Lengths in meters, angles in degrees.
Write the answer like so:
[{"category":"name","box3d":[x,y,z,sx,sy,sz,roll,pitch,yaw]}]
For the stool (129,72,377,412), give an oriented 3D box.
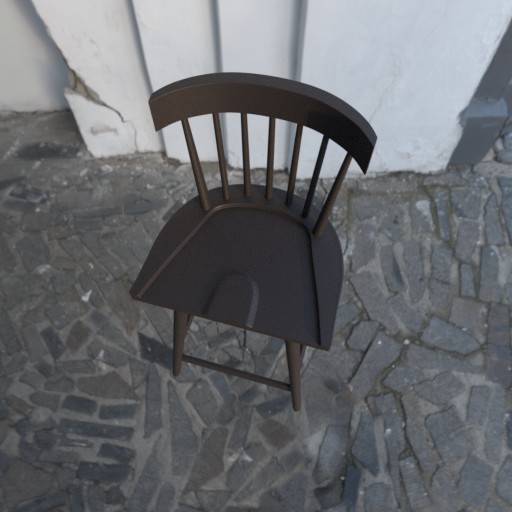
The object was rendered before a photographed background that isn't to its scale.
[{"category":"stool","box3d":[0.000,0.000,1.255,0.494,0.953,0.549,14,60,8]}]
